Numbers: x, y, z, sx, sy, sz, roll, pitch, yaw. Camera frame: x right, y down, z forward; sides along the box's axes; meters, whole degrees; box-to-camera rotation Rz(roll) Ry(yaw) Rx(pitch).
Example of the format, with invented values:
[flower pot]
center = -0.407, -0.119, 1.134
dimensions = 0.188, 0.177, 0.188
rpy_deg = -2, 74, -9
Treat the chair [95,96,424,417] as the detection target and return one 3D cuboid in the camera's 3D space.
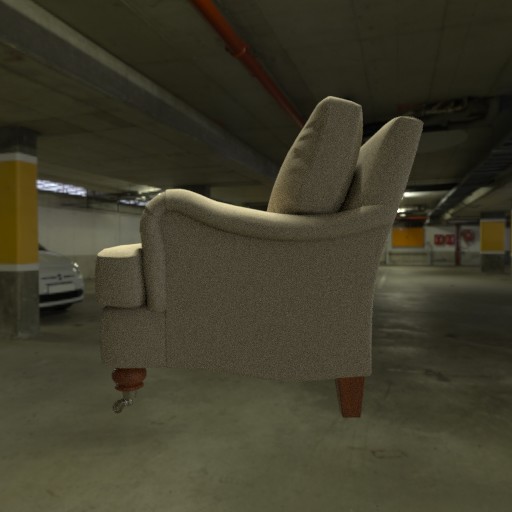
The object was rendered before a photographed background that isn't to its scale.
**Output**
[chair]
center = 0.000, 0.000, 1.834
dimensions = 1.078, 1.076, 0.895
rpy_deg = 0, 1, 0
